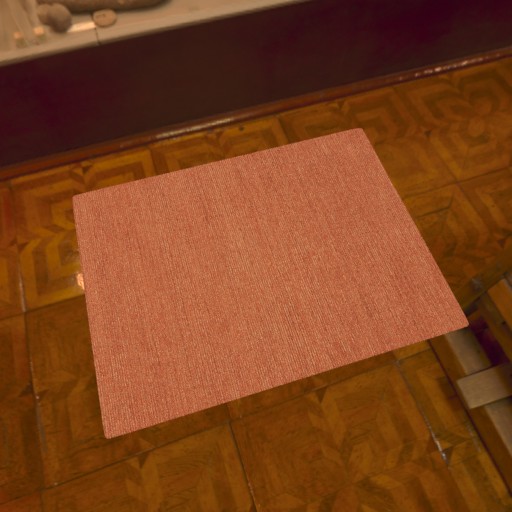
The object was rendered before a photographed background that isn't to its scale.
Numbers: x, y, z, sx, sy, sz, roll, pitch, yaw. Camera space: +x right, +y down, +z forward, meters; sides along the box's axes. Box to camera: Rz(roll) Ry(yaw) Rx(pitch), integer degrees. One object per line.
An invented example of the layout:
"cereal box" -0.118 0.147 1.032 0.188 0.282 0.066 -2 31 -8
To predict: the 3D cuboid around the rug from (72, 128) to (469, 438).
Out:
"rug" 0.000 0.000 2.775 2.112 0.009 1.594 -15 64 -8
